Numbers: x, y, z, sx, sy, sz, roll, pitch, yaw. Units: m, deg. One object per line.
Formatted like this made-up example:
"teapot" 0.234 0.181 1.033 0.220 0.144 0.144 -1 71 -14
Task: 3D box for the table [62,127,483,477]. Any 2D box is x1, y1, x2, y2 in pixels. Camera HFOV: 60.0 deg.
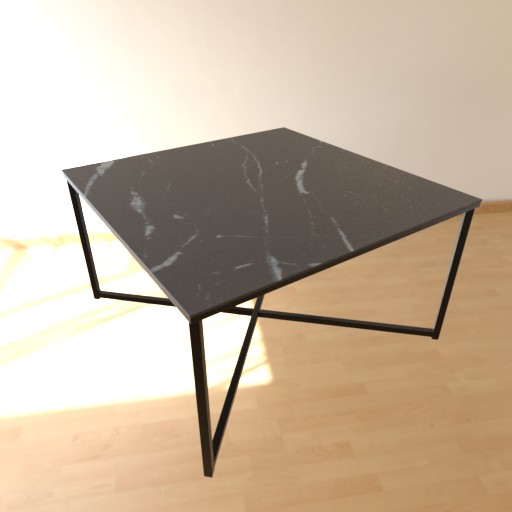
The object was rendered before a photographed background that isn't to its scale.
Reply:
"table" 0.000 0.000 1.292 0.800 0.450 0.800 -19 36 -29
